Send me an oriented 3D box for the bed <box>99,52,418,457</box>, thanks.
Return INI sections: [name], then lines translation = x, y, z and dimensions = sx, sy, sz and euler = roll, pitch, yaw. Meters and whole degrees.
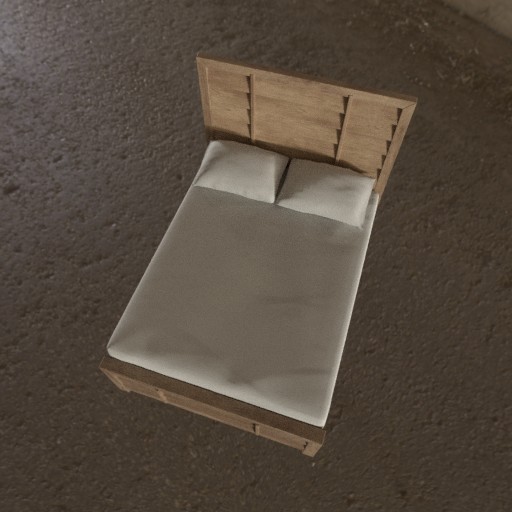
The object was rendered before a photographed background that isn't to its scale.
[bed]
translation = 0.000, 0.000, 3.335
dimensions = 1.626, 1.626, 2.197
euler = 16, 60, 9
